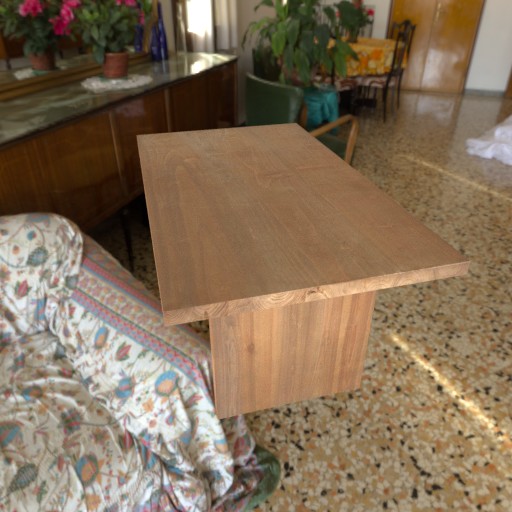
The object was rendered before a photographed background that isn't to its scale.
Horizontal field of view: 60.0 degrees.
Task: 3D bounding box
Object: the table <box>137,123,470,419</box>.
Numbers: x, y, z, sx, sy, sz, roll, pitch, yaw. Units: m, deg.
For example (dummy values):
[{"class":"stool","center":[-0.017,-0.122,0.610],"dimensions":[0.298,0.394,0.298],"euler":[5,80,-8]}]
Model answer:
[{"class":"table","center":[0.000,0.000,2.137],"dimensions":[0.946,0.780,1.609],"euler":[-8,33,-13]}]
